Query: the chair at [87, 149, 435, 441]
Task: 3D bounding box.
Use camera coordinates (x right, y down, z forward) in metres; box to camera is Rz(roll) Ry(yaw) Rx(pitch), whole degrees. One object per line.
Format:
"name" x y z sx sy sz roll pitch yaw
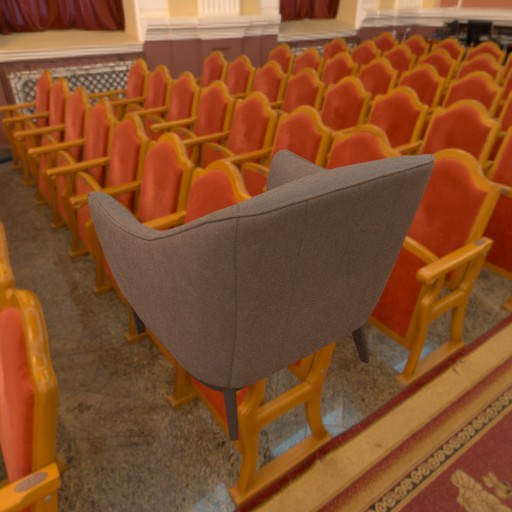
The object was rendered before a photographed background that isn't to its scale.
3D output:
"chair" 0.000 0.000 1.535 0.871 0.830 0.852 -20 36 -29
